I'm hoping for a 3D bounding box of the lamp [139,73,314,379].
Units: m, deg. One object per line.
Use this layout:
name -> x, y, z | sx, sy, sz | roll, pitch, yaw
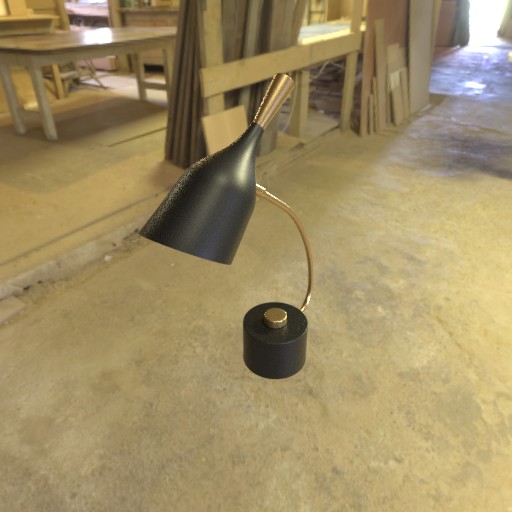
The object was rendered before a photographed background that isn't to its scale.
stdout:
lamp -> 0.000, 0.000, 0.618 | 0.110, 0.464, 0.352 | 20, 37, 30
